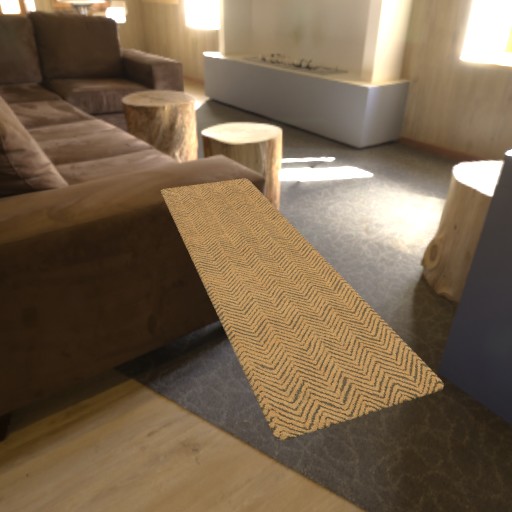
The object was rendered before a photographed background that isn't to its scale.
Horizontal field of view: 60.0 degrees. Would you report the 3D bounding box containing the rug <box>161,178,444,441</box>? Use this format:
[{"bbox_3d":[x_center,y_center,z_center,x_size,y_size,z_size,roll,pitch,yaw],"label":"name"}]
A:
[{"bbox_3d":[0.000,0.000,2.472,0.686,0.008,2.286,-11,32,-17],"label":"rug"}]
